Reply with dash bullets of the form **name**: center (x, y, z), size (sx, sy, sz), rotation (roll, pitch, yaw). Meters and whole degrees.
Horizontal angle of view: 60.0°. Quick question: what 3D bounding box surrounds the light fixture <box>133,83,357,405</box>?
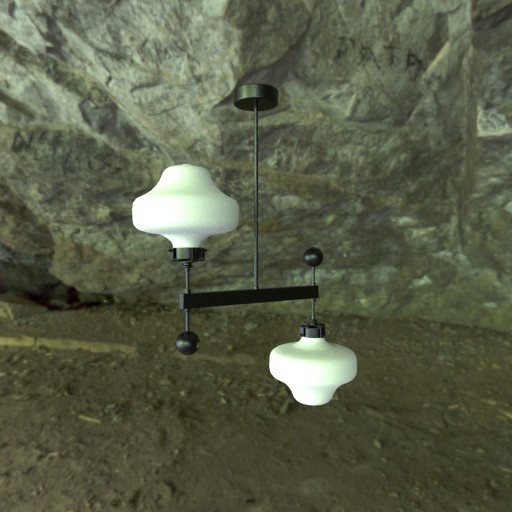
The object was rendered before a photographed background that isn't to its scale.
- **light fixture**: center (0.000, 0.000, 1.008), size (0.422, 0.743, 0.489), rotation (0, 1, 19)
